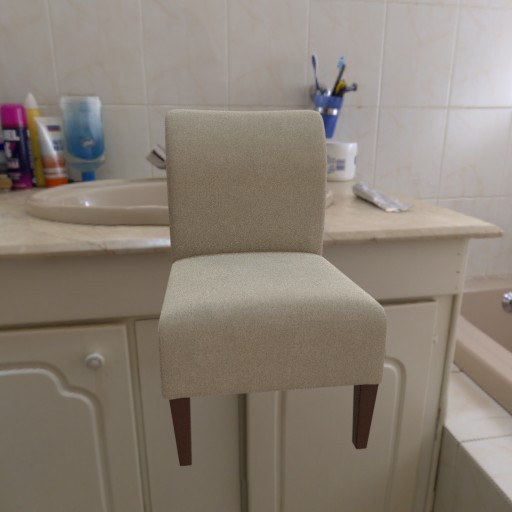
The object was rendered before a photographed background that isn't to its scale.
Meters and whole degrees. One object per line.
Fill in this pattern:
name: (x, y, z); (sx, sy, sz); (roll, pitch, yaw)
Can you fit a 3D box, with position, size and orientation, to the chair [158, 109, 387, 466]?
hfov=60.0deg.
chair: (0.000, 0.000, 1.295); (0.521, 0.833, 0.754); (-2, 17, -7)
